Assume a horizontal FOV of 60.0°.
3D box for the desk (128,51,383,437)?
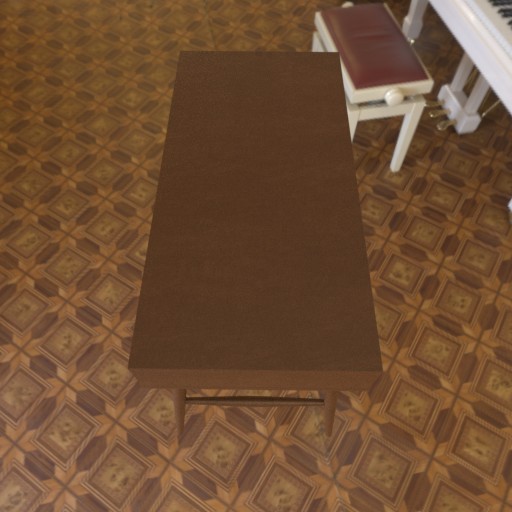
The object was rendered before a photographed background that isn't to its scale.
[{"bbox_3d":[0.000,0.000,1.382,0.510,0.758,0.949,1,59,0],"label":"desk"}]
